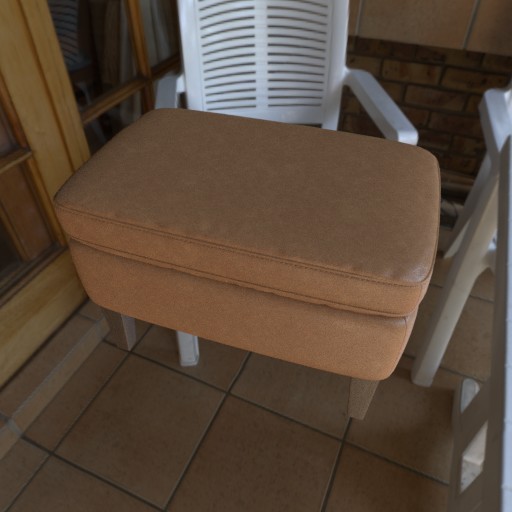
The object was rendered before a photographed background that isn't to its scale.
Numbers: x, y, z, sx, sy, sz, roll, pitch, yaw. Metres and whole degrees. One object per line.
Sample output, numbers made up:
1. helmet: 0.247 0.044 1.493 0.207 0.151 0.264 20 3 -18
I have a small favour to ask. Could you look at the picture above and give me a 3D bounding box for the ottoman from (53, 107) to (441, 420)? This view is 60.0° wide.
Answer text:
1. ottoman: 0.000 0.000 0.974 0.670 0.480 0.420 13 44 13
